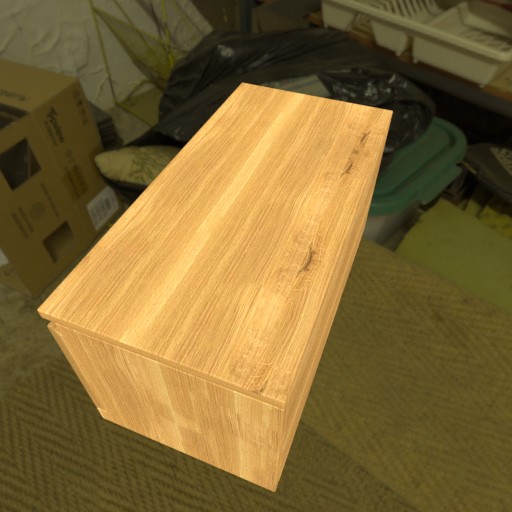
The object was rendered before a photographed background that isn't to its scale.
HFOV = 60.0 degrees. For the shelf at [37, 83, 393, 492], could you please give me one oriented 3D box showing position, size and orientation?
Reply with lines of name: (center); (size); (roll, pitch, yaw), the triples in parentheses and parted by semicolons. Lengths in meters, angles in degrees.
shelf: (0.000, 0.000, 1.023); (0.400, 0.400, 0.800); (16, 49, 15)
